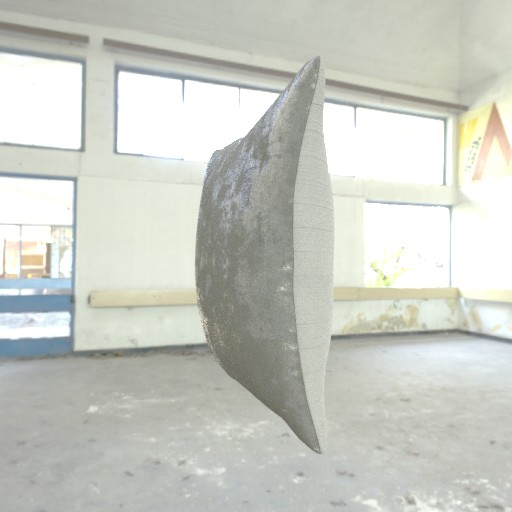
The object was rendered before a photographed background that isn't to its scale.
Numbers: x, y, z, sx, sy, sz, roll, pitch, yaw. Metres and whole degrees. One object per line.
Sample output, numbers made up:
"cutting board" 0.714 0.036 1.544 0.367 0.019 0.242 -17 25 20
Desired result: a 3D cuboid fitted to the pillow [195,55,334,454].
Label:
"pillow" 0.000 0.000 0.726 0.175 0.464 0.470 1 -2 -19
